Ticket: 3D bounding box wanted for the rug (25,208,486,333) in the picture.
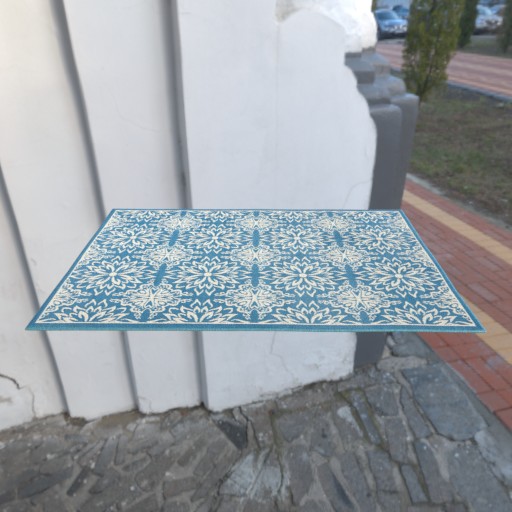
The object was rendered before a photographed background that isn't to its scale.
[{"bbox_3d":[0.000,0.000,3.453,2.769,0.018,1.830,0,29,0],"label":"rug"}]
